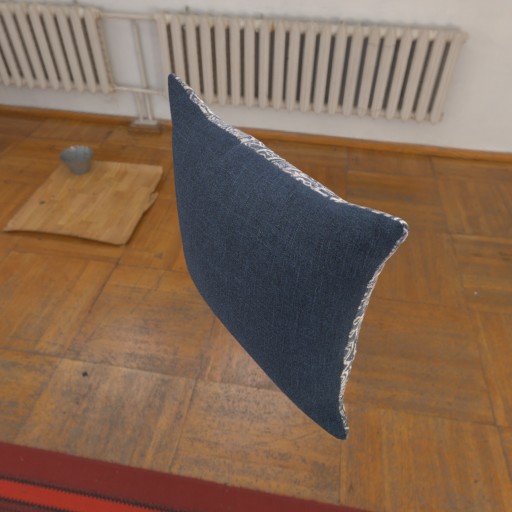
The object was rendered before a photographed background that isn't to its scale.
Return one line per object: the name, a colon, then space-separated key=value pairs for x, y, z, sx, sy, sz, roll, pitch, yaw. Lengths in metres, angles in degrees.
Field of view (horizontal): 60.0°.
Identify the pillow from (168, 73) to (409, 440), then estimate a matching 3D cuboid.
pillow: x=0.000 y=0.000 z=0.785 sx=0.180 sy=0.487 sz=0.546 roll=-26 pitch=48 yaw=-26
